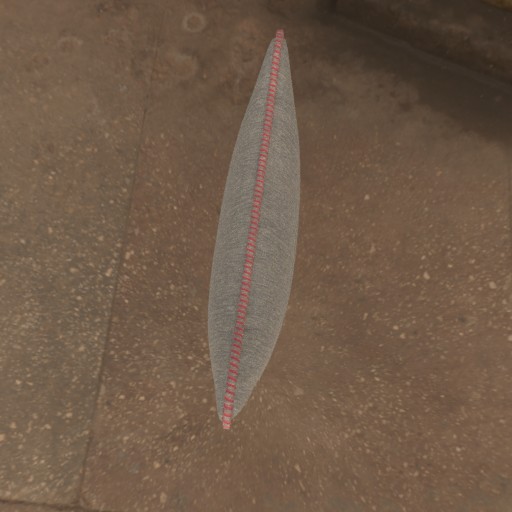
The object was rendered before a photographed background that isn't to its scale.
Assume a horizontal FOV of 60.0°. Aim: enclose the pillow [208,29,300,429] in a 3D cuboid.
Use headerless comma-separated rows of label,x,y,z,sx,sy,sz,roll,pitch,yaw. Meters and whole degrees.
pillow,0.000,0.000,0.727,0.124,0.491,0.482,7,76,2
